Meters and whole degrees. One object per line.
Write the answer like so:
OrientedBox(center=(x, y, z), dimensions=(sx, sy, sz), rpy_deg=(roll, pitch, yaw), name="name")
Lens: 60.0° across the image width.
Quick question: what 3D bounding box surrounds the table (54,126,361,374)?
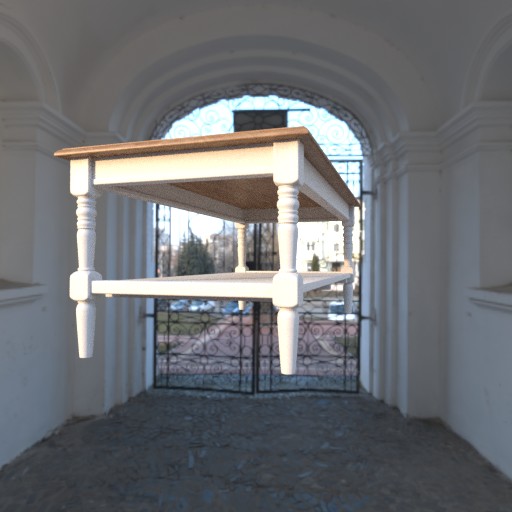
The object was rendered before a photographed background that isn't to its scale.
OrientedBox(center=(0.000, 0.000, 1.403), dimensions=(0.559, 0.458, 1.118), rpy_deg=(0, -1, 18), name="table")
